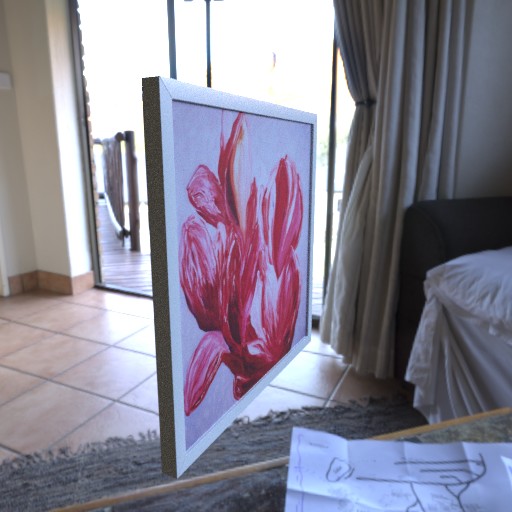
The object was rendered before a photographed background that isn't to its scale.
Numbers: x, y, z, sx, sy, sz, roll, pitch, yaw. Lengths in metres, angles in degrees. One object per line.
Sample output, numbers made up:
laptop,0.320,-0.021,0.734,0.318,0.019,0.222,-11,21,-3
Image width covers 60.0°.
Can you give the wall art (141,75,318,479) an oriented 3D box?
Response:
wall art,0.000,0.000,0.682,0.023,0.453,0.455,6,14,27
